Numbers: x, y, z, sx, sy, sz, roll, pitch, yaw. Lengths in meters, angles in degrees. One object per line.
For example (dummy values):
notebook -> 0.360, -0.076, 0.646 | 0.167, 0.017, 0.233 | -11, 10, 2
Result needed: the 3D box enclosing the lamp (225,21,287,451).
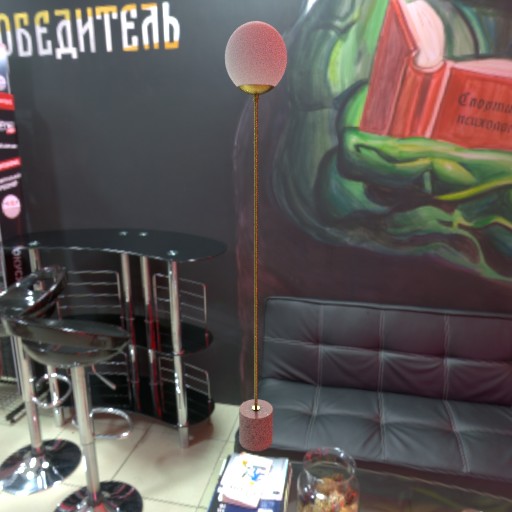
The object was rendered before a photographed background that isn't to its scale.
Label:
lamp -> 0.000, 0.000, 1.821 | 0.229, 1.748, 0.229 | -14, 20, -43
